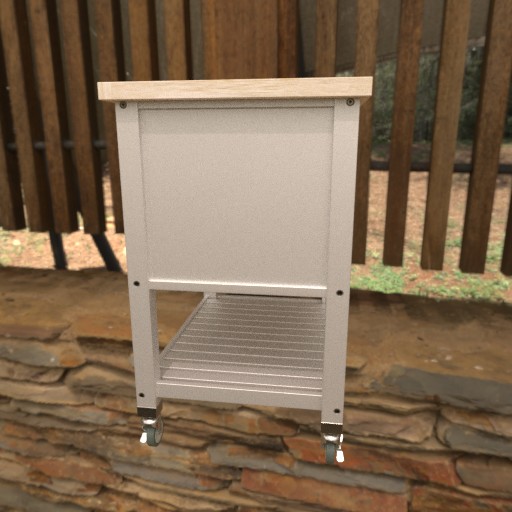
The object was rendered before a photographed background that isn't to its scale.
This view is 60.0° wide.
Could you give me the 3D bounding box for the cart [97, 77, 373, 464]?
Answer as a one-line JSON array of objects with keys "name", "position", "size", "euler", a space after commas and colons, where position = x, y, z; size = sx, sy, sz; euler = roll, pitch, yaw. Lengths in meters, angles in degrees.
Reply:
[{"name": "cart", "position": [0.000, 0.000, 1.360], "size": [0.559, 0.914, 0.762], "euler": [2, 14, 8]}]
